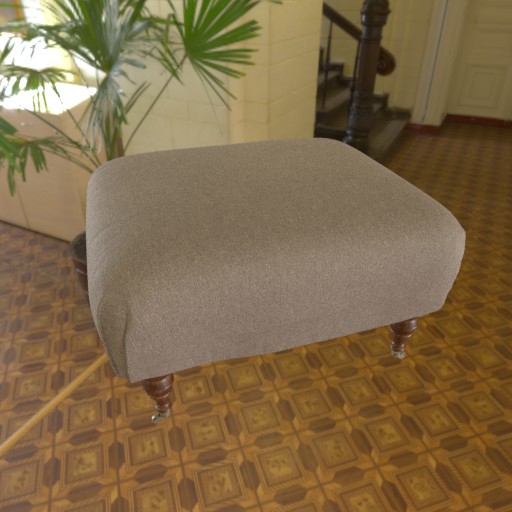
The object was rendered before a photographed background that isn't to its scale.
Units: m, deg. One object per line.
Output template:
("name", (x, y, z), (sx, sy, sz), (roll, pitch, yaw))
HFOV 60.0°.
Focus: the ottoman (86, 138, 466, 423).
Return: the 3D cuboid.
("ottoman", (0.000, 0.000, 1.086), (0.747, 0.450, 0.622), (-10, 33, -15))
